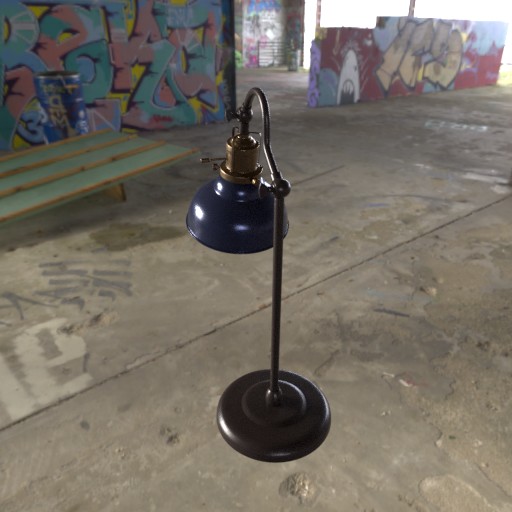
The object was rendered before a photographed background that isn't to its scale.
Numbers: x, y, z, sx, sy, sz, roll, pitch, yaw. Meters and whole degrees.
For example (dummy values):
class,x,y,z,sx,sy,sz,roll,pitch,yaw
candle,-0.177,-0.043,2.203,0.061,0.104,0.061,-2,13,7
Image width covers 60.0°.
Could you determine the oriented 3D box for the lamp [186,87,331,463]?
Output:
class,x,y,z,sx,sy,sz,roll,pitch,yaw
lamp,0.000,0.000,0.710,0.192,0.508,0.374,-9,28,-17
